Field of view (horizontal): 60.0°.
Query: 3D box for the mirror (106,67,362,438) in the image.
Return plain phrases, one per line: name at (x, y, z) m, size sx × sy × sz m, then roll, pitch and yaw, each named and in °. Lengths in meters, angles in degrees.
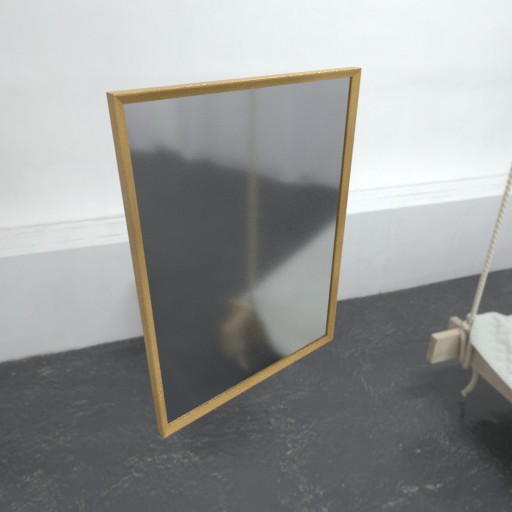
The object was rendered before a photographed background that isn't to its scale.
mirror at (0.000, 0.000, 1.351) m, size 0.762 × 1.016 × 0.041 m, roll -21°, pitch 35°, yaw -33°
